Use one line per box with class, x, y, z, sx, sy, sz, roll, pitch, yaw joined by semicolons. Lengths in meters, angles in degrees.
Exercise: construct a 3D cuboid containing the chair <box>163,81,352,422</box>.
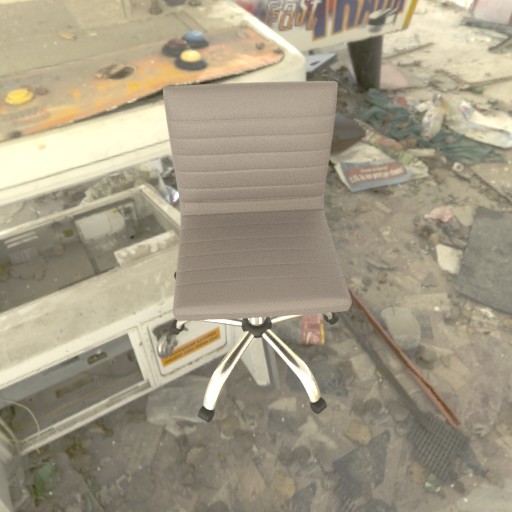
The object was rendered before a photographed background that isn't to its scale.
chair;0.000;0.000;1.146;0.556;0.780;0.530;-3;46;-3
